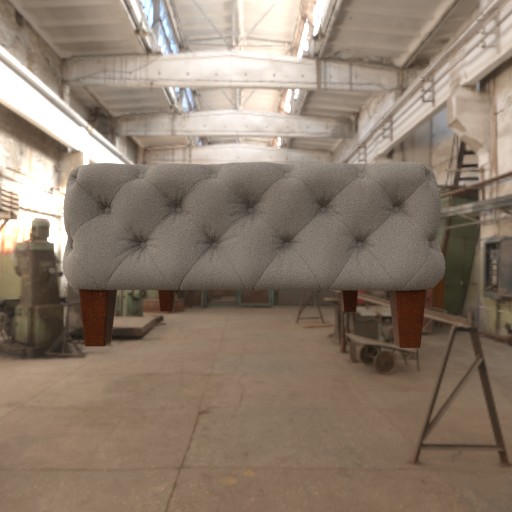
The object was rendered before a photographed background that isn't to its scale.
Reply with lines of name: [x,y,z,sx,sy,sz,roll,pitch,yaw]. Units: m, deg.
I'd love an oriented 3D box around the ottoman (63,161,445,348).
ottoman: [0.000,0.000,1.436,0.911,0.439,0.917,0,-1,1]
